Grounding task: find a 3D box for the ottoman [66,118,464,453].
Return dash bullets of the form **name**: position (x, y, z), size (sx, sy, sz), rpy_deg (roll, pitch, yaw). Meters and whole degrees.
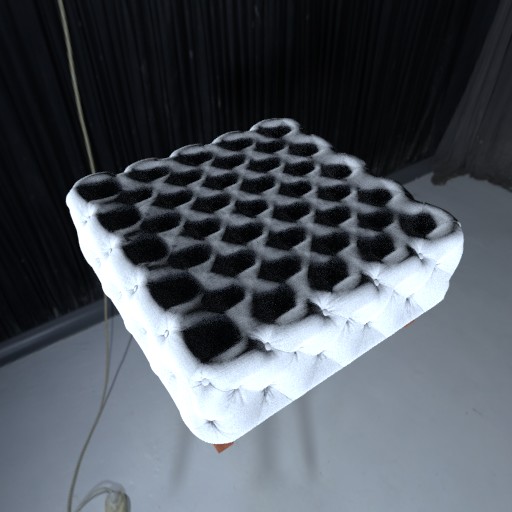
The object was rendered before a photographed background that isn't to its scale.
- **ottoman**: position (0.000, 0.000, 1.203), size (0.764, 0.365, 0.758), rpy_deg (-26, 49, -25)
